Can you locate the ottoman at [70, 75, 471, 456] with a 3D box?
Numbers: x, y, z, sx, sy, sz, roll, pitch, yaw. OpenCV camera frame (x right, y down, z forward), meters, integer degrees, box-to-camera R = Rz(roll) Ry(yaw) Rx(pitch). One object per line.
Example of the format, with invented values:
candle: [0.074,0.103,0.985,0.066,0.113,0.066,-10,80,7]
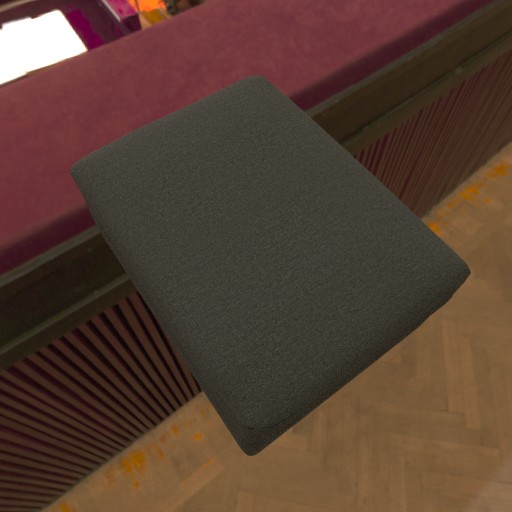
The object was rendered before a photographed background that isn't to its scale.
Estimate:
ottoman: [0.000,0.000,1.236,0.629,0.503,0.835,-32,65,-17]
